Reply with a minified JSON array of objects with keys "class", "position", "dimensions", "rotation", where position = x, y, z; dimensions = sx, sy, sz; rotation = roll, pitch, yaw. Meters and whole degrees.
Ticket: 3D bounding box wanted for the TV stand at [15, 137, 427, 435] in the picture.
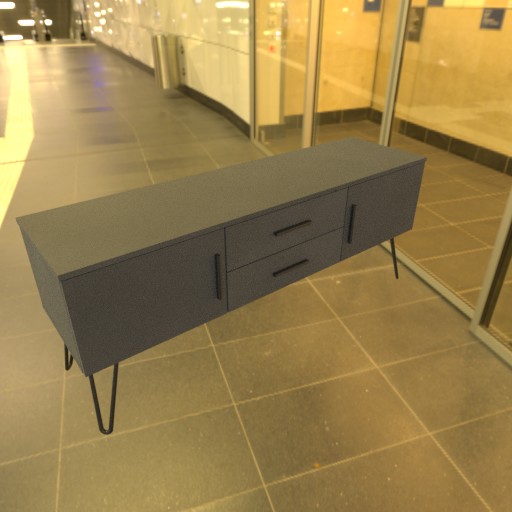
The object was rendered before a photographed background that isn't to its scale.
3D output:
[{"class":"TV stand","position":[0.000,0.000,1.619],"dimensions":[1.400,0.560,0.400],"rotation":[-21,36,-32]}]
